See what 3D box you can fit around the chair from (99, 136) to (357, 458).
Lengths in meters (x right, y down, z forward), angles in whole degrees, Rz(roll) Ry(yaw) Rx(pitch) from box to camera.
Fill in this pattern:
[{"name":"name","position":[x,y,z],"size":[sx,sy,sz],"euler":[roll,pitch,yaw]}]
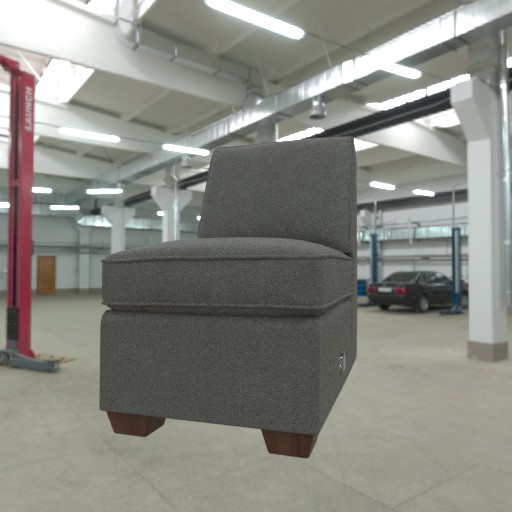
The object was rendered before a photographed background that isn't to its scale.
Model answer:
[{"name":"chair","position":[0.000,0.000,1.519],"size":[0.621,0.970,0.938],"euler":[0,-2,18]}]
